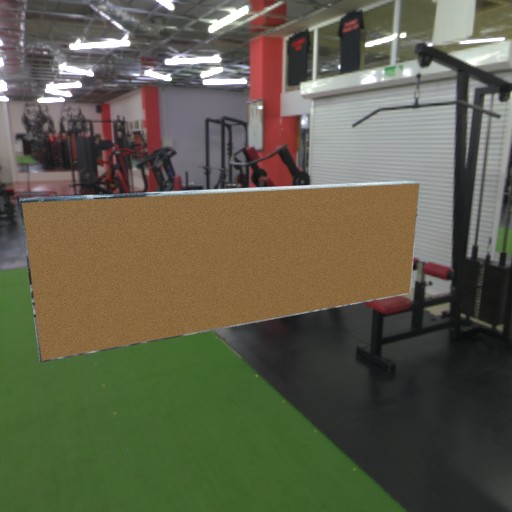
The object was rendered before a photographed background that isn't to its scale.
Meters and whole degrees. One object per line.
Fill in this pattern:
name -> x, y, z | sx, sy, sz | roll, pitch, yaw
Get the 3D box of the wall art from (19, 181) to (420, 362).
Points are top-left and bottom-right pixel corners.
wall art -> 0.000, 0.000, 0.831 | 0.759, 0.251, 0.037 | -7, 15, -25
